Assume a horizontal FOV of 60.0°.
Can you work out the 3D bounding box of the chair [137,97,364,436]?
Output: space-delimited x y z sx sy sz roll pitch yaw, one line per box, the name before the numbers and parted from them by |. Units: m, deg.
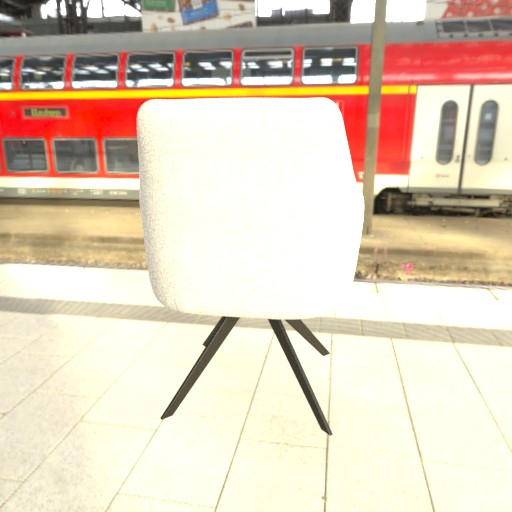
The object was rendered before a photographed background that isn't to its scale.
chair | 0.000 0.000 1.360 0.642 0.874 0.677 2 16 8
